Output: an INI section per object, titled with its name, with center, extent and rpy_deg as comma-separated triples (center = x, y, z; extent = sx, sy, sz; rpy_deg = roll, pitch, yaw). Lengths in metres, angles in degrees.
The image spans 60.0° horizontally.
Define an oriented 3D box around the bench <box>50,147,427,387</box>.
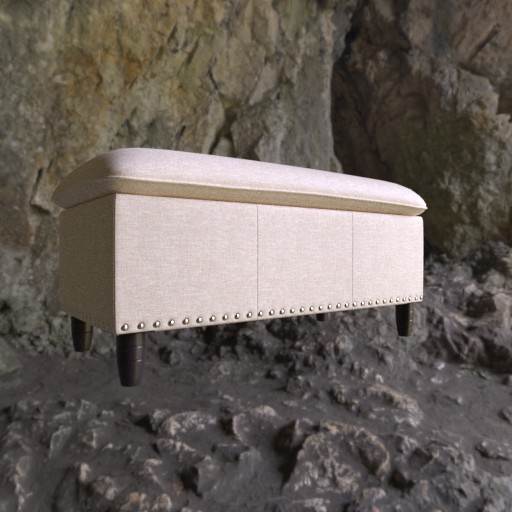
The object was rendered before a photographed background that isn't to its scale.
[bench]
center = 0.000, 0.000, 1.234
extent = 0.991, 0.483, 0.483
rpy_deg = 0, 1, -35
